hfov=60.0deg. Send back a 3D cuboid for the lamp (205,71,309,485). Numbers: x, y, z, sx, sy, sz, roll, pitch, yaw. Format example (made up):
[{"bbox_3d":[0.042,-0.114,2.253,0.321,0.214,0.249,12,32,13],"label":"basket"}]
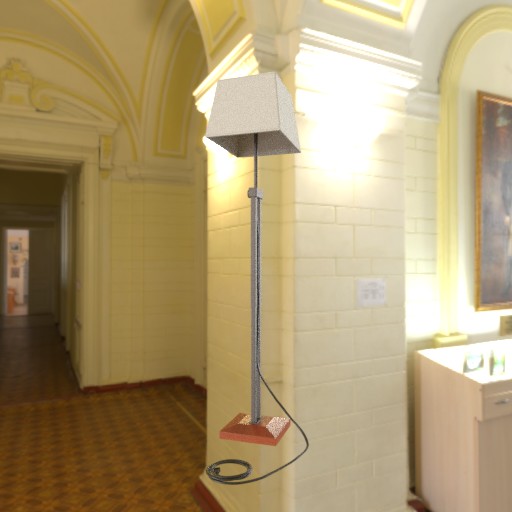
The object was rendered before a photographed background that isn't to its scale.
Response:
[{"bbox_3d":[0.000,0.000,2.007,0.472,1.712,0.745,0,-1,19],"label":"lamp"}]
